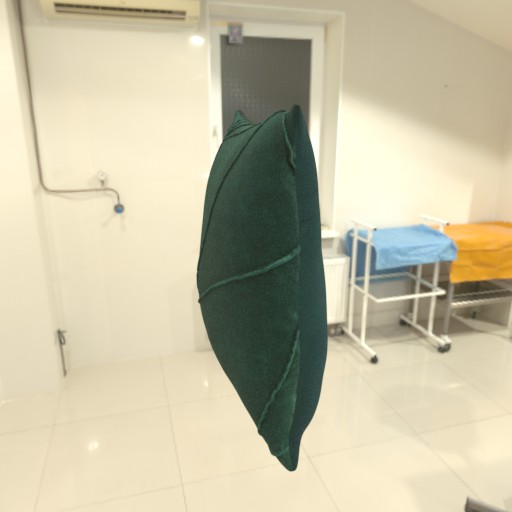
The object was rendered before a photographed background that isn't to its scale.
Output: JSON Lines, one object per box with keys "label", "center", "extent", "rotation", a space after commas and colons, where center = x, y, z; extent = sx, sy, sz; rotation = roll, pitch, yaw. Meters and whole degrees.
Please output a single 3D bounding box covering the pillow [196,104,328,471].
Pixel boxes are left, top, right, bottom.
{"label": "pillow", "center": [0.000, 0.000, 0.683], "extent": [0.184, 0.440, 0.439], "rotation": [-3, 17, -9]}
